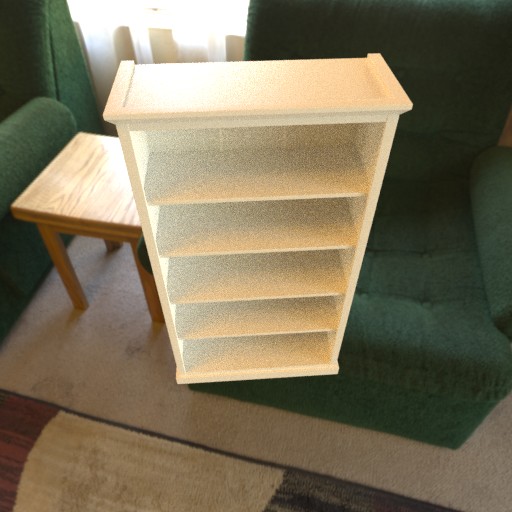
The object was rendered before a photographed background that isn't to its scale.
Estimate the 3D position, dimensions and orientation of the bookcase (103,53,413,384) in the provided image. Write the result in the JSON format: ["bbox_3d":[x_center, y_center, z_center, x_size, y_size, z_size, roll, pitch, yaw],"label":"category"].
[{"bbox_3d":[0.000,0.000,2.323,1.050,1.880,0.432,-3,46,-3],"label":"bookcase"}]
